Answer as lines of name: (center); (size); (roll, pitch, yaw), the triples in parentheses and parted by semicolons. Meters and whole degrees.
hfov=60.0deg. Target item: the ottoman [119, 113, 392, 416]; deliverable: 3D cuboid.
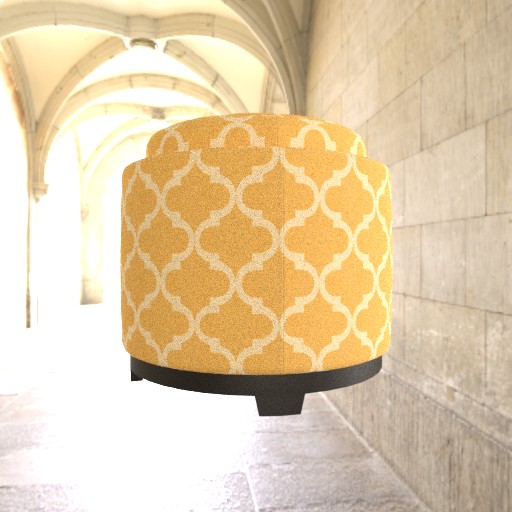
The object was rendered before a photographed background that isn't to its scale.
ottoman: (0.000, 0.000, 0.816); (0.480, 0.429, 0.480); (0, 0, 0)
